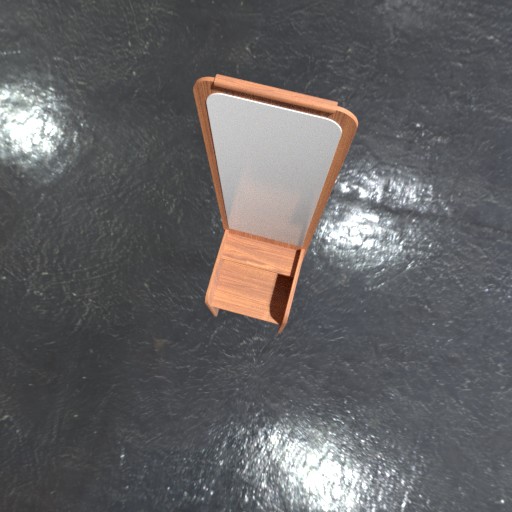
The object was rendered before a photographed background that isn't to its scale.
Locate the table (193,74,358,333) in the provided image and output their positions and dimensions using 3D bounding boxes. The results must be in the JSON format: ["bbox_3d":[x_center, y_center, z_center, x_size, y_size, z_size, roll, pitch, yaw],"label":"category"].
[{"bbox_3d":[0.000,0.000,1.948,0.450,1.830,0.420,15,76,4],"label":"table"}]
